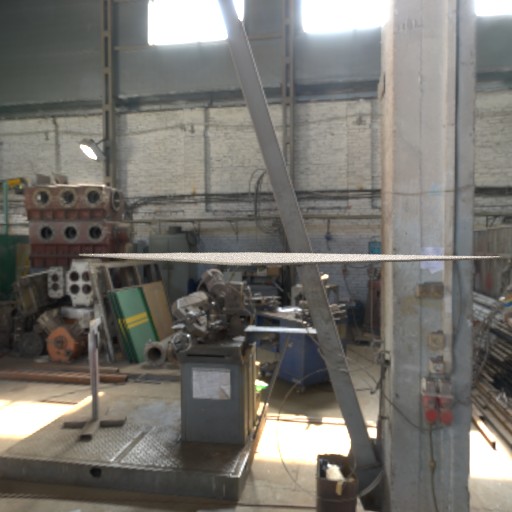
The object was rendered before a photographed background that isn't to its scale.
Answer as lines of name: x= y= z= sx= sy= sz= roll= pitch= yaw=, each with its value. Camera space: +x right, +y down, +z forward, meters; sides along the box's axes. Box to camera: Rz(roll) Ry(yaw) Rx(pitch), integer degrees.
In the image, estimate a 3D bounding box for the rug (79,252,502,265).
rug: x=0.000 y=0.000 z=4.210 sx=2.436 sy=0.026 sz=3.381 roll=-1 pitch=1 yaw=-35
